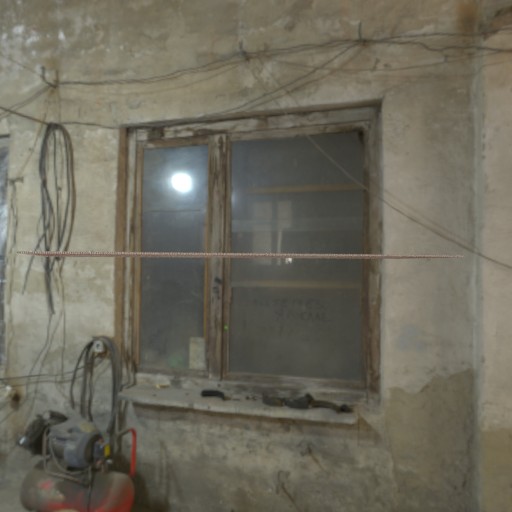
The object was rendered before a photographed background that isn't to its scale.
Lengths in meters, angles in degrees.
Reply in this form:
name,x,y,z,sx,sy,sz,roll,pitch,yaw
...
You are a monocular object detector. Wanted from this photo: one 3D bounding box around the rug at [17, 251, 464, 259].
name,x,y,z,sx,sy,sz,roll,pitch,yaw
rug,0.000,0.000,2.497,2.294,0.011,0.666,0,-1,-18
